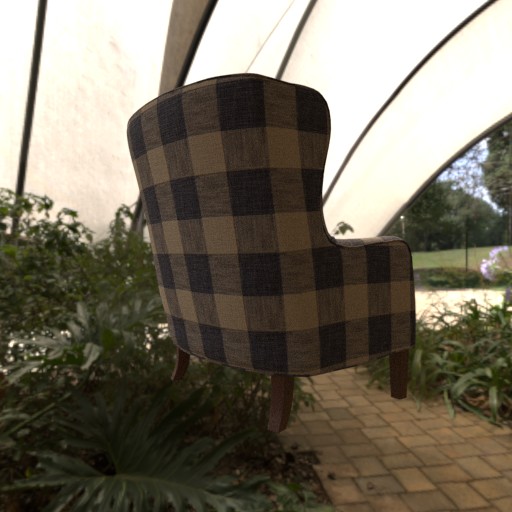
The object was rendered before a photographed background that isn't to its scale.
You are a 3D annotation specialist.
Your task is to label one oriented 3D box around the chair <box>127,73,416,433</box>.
[{"bbox_3d":[0.000,0.000,1.699,0.889,1.041,0.830,0,0,-37],"label":"chair"}]
